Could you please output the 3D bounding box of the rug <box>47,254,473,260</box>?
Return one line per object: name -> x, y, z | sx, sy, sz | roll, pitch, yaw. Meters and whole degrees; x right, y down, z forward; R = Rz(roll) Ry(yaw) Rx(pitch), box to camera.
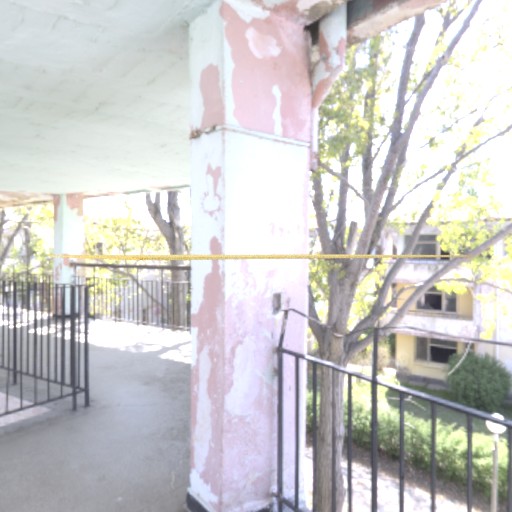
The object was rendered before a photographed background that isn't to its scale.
rug -> 0.000, 0.000, 4.256 | 3.242, 0.015, 2.486 | 0, 1, -35
